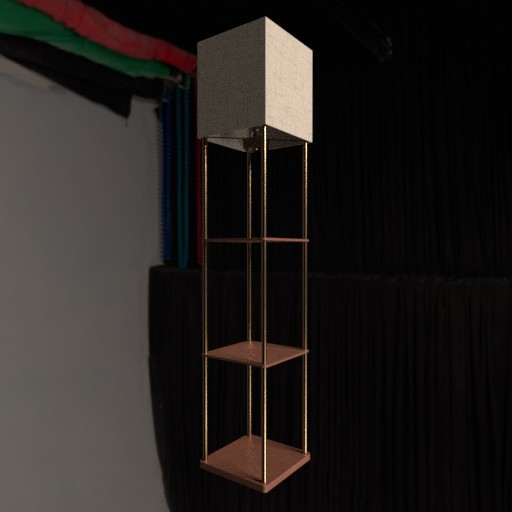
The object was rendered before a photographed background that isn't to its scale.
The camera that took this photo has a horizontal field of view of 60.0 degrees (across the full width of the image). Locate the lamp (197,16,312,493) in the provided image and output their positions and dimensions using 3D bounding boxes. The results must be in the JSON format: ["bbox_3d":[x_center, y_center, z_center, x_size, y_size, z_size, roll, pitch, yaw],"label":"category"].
[{"bbox_3d":[0.000,0.000,1.671,0.308,1.569,0.310,1,1,36],"label":"lamp"}]
